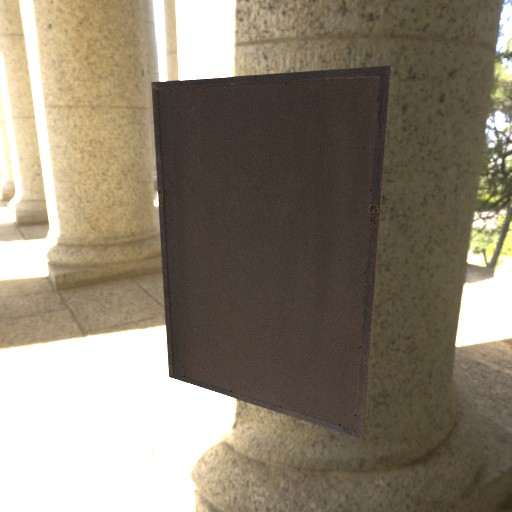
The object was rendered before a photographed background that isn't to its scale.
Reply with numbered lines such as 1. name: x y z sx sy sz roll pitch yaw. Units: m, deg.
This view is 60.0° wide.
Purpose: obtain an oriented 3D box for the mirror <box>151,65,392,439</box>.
1. mirror: 0.000 0.000 1.309 0.705 0.996 0.025 8 17 27
